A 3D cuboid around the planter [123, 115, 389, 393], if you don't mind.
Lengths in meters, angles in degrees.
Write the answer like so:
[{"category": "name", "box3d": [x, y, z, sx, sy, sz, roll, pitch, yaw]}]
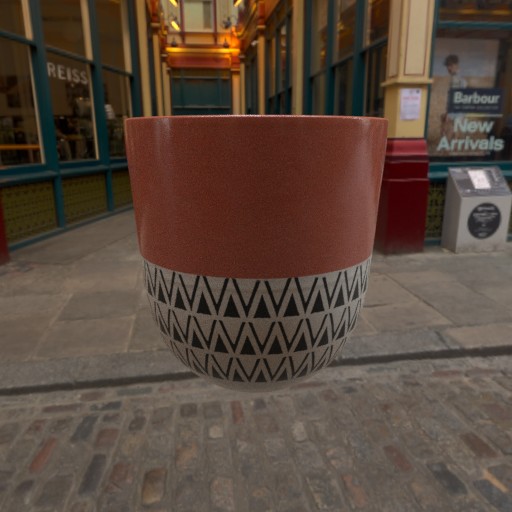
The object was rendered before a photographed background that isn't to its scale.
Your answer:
[{"category": "planter", "box3d": [0.000, 0.000, 0.366, 0.195, 0.214, 0.195, 0, 15, 0]}]
